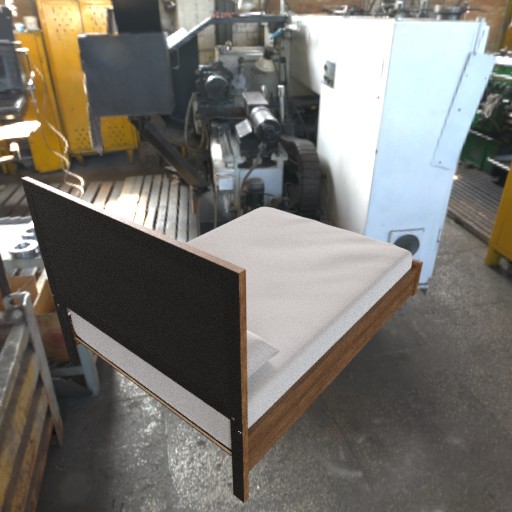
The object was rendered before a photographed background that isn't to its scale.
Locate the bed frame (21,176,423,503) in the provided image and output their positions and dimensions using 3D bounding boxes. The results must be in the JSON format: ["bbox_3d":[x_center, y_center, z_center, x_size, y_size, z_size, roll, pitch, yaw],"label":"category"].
[{"bbox_3d":[0.000,0.000,3.231,1.696,1.417,2.276,22,36,34],"label":"bed frame"}]
